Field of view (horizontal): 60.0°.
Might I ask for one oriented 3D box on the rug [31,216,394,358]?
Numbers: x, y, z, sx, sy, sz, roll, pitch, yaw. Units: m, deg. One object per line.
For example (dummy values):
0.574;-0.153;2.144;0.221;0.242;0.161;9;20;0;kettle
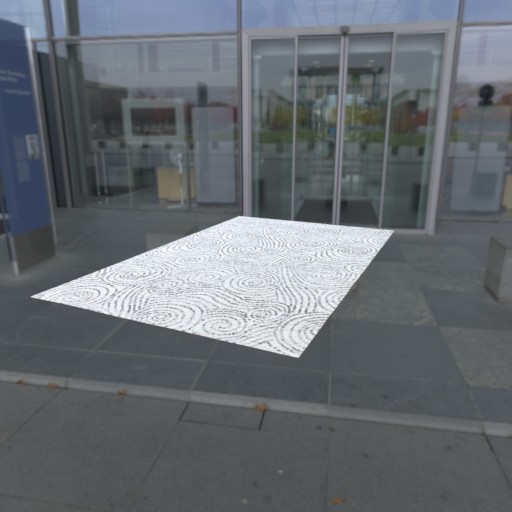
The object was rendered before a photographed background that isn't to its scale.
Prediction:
0.000;0.000;3.115;1.524;0.005;2.439;8;18;24;rug
